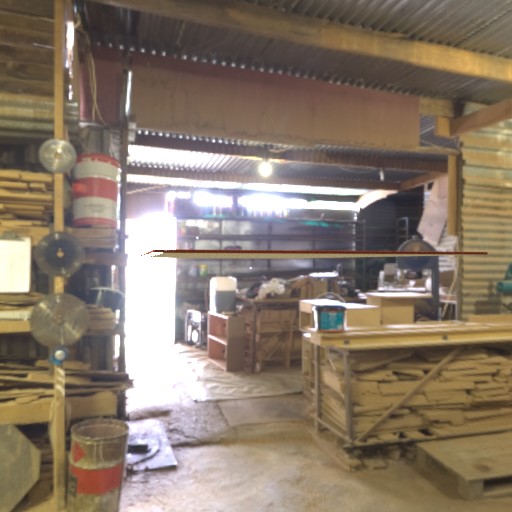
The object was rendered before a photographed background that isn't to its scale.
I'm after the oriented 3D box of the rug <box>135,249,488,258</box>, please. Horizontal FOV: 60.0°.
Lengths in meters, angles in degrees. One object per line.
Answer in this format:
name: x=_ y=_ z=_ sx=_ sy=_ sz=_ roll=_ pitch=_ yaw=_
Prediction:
rug: x=0.000 y=0.000 z=3.011 sx=1.524 sy=0.014 sz=2.438 roll=0 pitch=-1 yaw=-17
